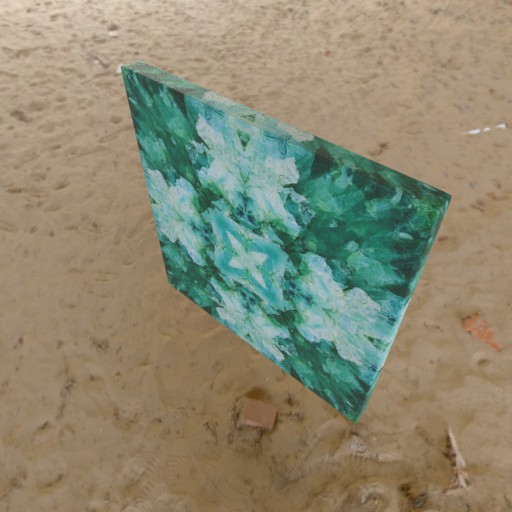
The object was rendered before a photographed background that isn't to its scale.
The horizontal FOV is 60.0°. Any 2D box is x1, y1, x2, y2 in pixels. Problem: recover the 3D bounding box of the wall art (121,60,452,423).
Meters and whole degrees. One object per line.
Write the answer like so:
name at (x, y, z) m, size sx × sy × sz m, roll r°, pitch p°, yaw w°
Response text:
wall art at (0.000, 0.000, 0.742) m, size 0.507 × 0.508 × 0.038 m, roll 32°, pitch 54°, yaw 27°
